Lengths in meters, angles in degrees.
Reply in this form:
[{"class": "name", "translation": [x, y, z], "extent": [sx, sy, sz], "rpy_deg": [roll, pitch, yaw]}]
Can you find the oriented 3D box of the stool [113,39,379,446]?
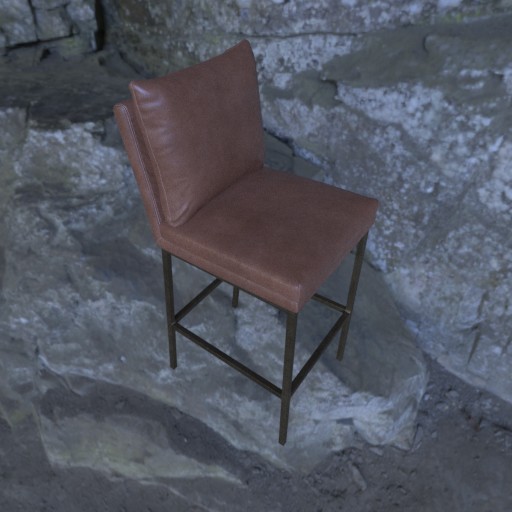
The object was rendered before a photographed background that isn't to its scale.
[{"class": "stool", "translation": [0.000, 0.000, 1.401], "extent": [0.571, 1.124, 0.463], "rpy_deg": [25, 46, 26]}]
